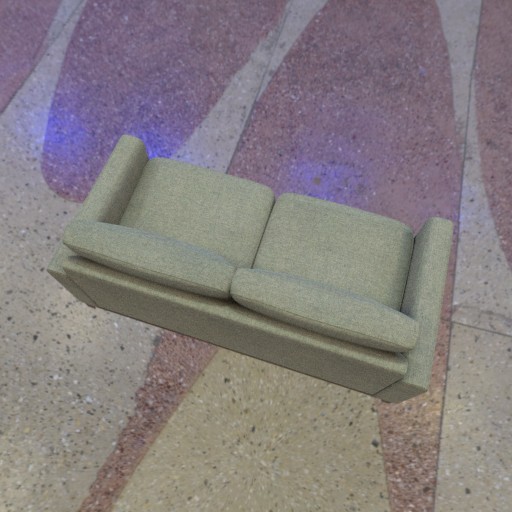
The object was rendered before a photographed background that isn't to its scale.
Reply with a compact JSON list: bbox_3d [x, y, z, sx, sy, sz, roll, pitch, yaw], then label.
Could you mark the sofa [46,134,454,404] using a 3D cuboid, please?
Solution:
[{"bbox_3d":[0.000,0.000,2.483,1.978,0.892,0.969,16,66,7],"label":"sofa"}]
